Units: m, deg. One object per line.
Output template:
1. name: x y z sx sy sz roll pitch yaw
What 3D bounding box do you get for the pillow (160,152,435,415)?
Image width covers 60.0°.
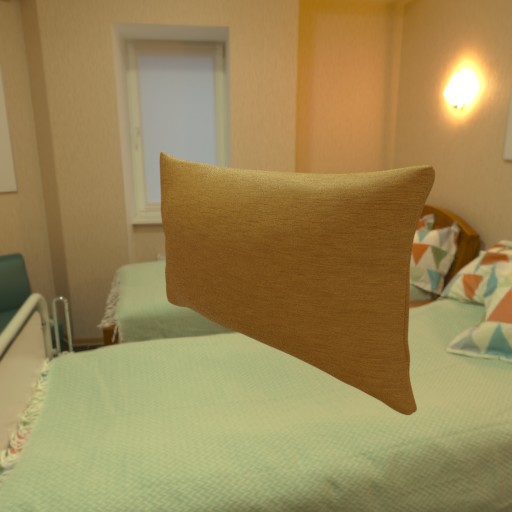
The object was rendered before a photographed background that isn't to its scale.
1. pillow: 0.000 0.000 0.800 0.210 0.354 0.634 -13 20 -42
